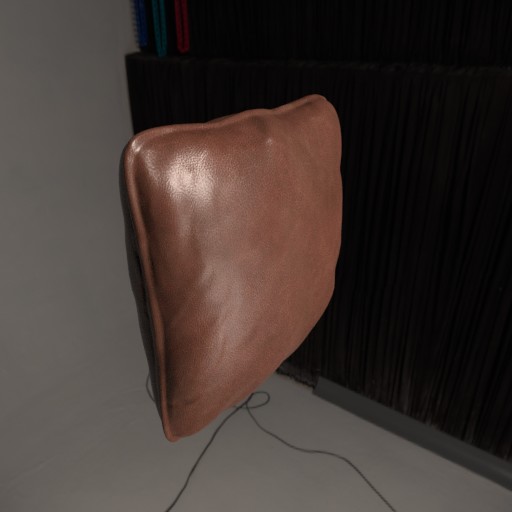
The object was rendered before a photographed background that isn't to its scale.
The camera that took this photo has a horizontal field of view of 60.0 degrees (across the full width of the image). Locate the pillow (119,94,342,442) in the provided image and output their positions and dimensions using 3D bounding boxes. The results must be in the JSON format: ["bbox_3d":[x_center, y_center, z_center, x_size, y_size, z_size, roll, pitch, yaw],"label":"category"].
[{"bbox_3d":[0.000,0.000,0.815,0.236,0.523,0.532,17,31,31],"label":"pillow"}]
